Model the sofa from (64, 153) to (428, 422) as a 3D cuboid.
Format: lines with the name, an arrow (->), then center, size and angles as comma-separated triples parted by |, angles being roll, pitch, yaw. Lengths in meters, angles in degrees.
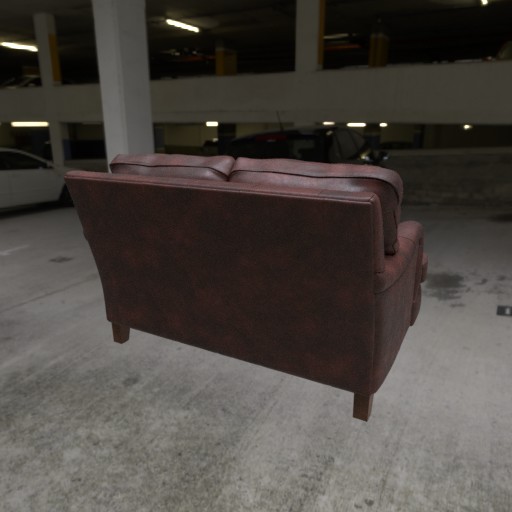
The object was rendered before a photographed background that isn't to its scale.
sofa -> 0.000, 0.000, 2.385 | 1.628, 1.070, 1.148 | 9, 19, 28
